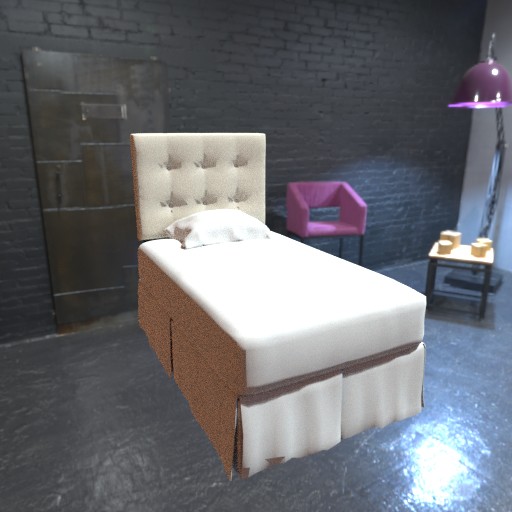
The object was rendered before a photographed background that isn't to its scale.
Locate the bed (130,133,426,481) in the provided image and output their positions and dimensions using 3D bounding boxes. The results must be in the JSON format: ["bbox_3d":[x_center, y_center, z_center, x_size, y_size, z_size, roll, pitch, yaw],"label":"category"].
[{"bbox_3d":[0.000,0.000,2.958,1.261,1.571,1.997,-8,18,-26],"label":"bed"}]
